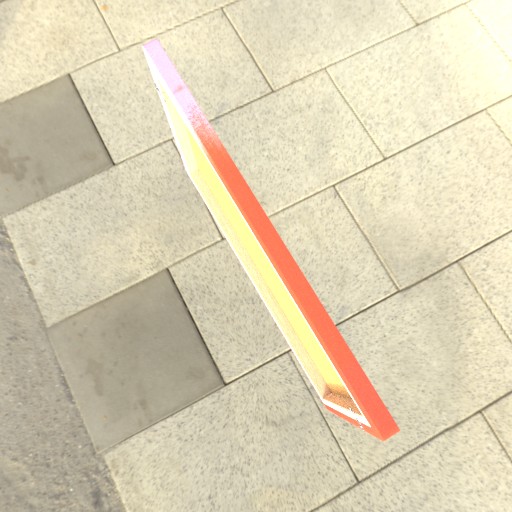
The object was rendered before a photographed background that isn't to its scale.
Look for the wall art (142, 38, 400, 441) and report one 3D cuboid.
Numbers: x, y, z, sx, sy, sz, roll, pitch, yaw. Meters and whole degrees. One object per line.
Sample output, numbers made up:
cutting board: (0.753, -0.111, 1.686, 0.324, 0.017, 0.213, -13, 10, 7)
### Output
wall art: (0.000, 0.000, 1.142, 0.040, 0.609, 0.913, -29, 78, -7)
